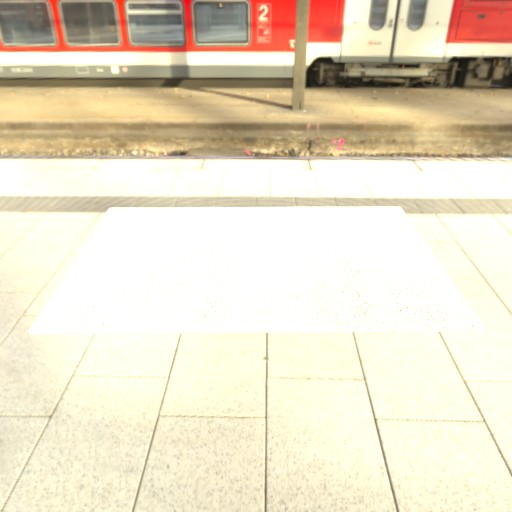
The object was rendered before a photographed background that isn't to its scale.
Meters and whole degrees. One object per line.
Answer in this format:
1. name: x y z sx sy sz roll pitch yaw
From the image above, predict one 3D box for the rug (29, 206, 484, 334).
1. rug: 0.000 0.000 3.413 2.743 0.030 1.778 0 31 0
